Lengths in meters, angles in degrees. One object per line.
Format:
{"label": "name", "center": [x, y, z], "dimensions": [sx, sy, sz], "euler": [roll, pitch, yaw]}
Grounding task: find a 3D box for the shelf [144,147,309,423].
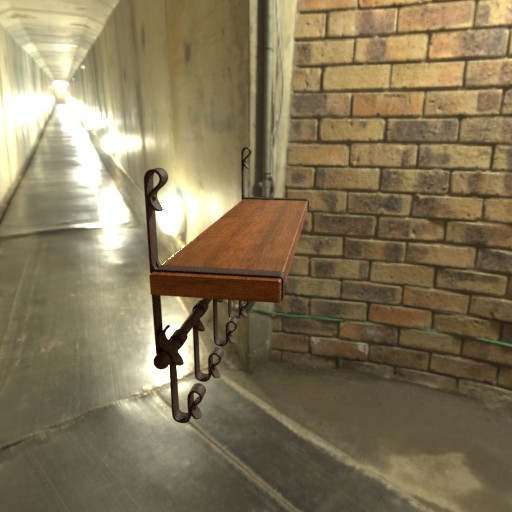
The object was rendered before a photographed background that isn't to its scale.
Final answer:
{"label": "shelf", "center": [0.000, 0.000, 0.738], "dimensions": [0.146, 0.330, 0.567], "euler": [3, 16, 9]}
